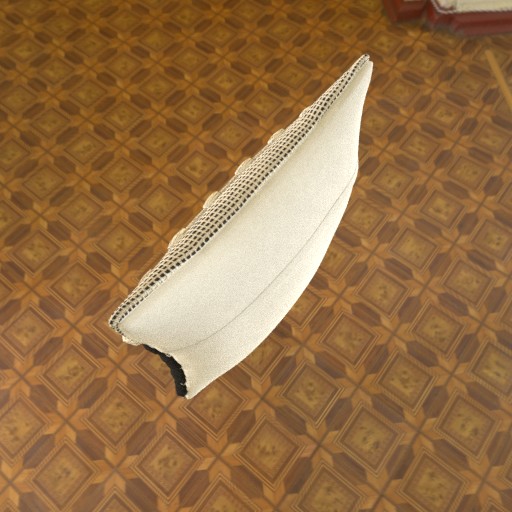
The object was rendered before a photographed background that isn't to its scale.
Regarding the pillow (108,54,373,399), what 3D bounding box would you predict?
[{"bbox_3d":[0.000,0.000,0.659,0.156,0.438,0.436,35,69,16],"label":"pillow"}]
